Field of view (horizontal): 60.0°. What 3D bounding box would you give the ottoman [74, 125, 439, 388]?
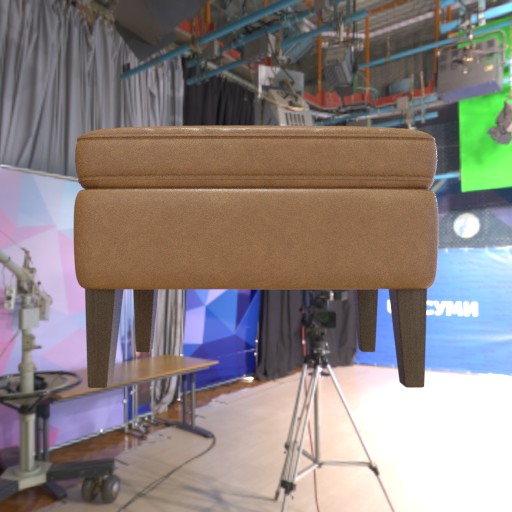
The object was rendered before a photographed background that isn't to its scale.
[{"bbox_3d":[0.000,0.000,0.963,0.670,0.480,0.420,0,-1,0],"label":"ottoman"}]
